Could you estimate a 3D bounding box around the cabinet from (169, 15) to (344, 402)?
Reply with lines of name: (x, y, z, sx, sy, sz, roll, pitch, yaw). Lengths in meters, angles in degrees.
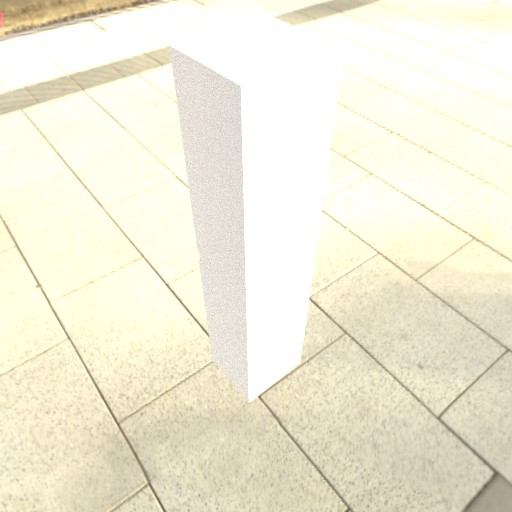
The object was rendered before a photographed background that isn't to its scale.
cabinet: (0.000, 0.000, 1.524, 0.300, 1.400, 0.269, -31, 54, -26)
